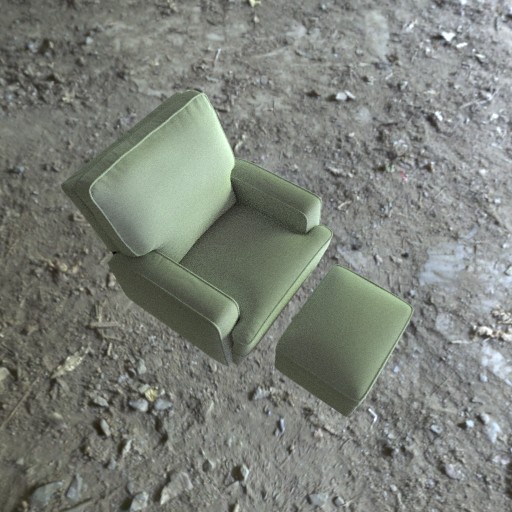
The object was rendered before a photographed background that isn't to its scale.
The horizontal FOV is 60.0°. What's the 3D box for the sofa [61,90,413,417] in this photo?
[{"bbox_3d":[0.000,0.000,2.074,1.472,0.959,0.861,31,63,18],"label":"sofa"}]
